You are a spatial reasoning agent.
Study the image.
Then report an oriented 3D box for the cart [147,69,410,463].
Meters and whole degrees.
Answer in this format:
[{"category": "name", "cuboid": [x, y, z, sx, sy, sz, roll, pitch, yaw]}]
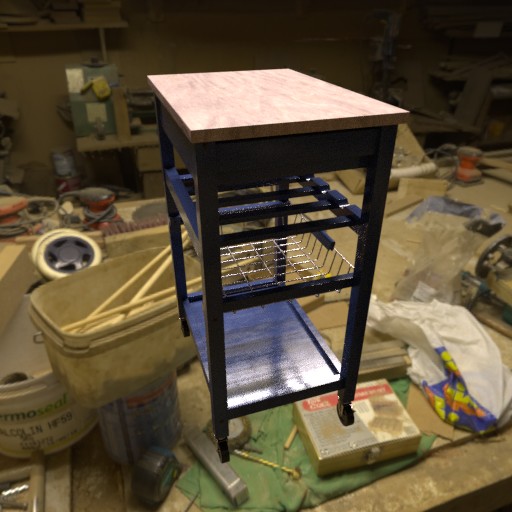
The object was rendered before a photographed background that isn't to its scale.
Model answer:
[{"category": "cart", "cuboid": [0.000, 0.000, 1.183, 0.403, 0.839, 0.584, -10, 32, -16]}]
